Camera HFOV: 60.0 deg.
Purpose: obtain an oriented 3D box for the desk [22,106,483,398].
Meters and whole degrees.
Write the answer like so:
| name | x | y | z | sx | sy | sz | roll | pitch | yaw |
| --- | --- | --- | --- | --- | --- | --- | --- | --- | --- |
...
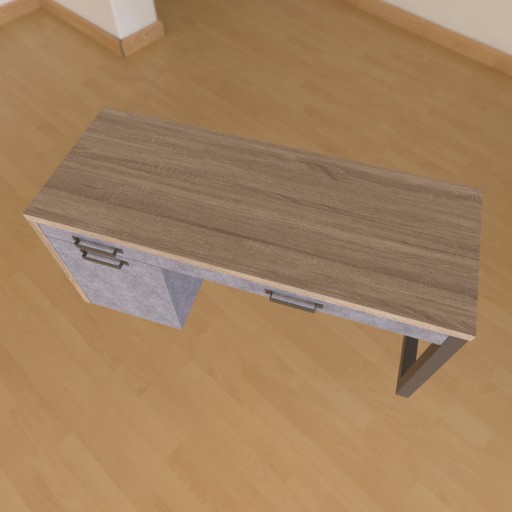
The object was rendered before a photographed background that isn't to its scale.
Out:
| name | x | y | z | sx | sy | sz | roll | pitch | yaw |
| --- | --- | --- | --- | --- | --- | --- | --- | --- | --- |
| desk | 0.000 | 0.000 | 2.065 | 1.700 | 0.760 | 0.690 | 15 | 58 | 9 |
